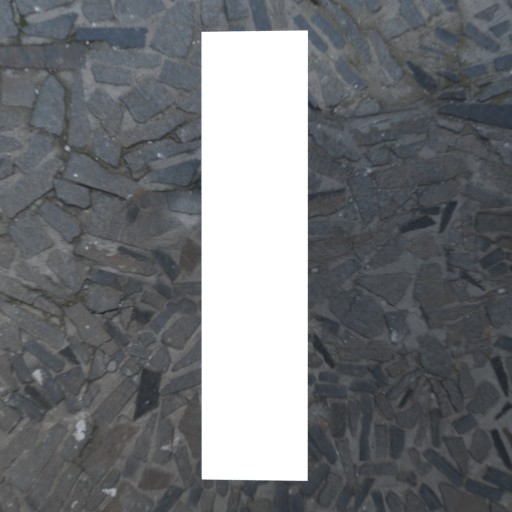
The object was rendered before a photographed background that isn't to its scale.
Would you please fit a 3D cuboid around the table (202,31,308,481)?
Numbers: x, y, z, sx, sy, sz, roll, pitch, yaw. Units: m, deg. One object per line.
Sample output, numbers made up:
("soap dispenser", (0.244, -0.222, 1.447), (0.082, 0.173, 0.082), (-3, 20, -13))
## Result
("table", (0.000, 0.000, 1.839), (0.390, 0.420, 1.650), (0, 90, 2))
